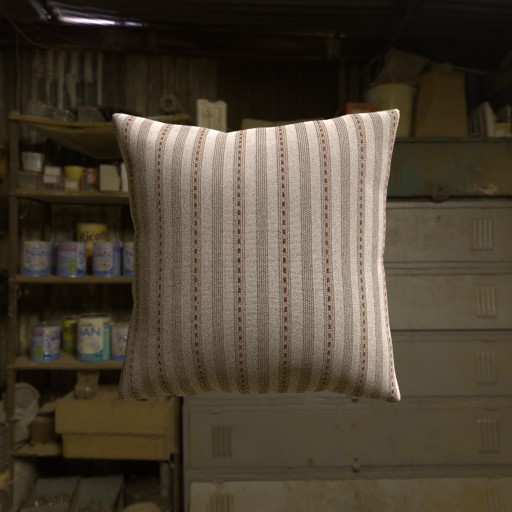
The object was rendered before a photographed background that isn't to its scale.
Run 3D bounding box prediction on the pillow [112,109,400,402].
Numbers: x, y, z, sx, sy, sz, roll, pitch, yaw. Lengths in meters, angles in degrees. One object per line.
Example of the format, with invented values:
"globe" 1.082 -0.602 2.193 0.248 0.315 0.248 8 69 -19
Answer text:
"pillow" 0.000 0.000 0.659 0.432 0.437 0.147 0 0 0
